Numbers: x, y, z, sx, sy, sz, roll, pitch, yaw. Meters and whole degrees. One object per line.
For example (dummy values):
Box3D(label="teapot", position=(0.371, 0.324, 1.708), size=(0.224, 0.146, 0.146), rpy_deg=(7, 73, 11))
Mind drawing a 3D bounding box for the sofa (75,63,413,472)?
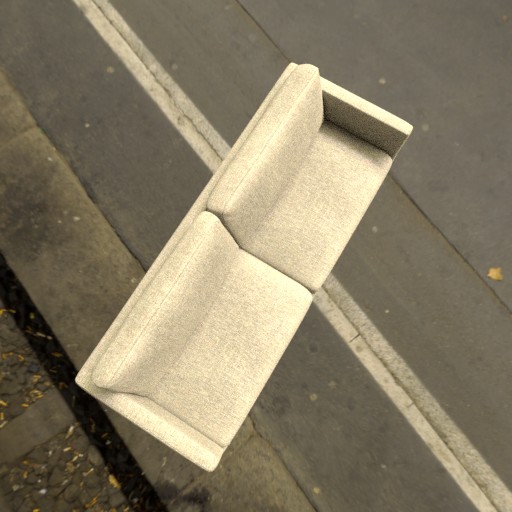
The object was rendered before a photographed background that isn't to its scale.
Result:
Box3D(label="sofa", position=(0.000, 0.000, 2.907), size=(0.948, 0.951, 2.434), rpy_deg=(31, 78, 7))
